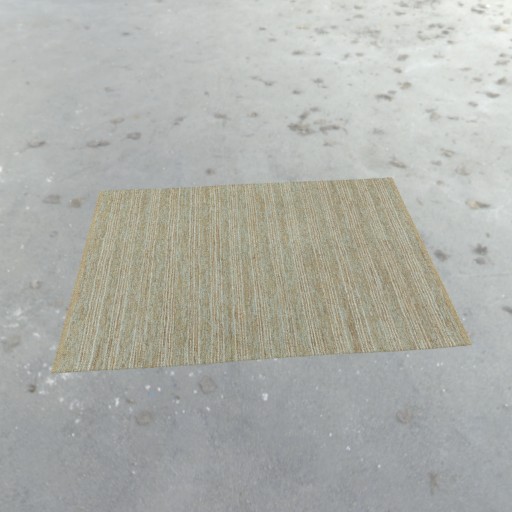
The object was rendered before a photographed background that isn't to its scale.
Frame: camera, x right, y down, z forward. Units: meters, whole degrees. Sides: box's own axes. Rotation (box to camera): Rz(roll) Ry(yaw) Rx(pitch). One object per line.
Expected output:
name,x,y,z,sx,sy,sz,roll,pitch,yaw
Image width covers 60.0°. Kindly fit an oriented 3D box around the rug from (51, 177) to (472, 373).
rug,0.000,0.000,2.334,1.824,0.010,1.240,-3,46,-3
